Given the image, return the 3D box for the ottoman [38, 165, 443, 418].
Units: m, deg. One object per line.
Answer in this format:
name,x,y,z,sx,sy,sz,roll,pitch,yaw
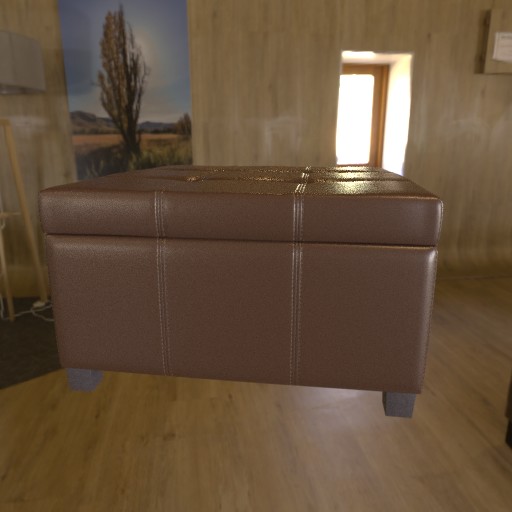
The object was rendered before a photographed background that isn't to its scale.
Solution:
ottoman,0.000,0.000,1.246,0.788,0.460,0.787,2,15,8
